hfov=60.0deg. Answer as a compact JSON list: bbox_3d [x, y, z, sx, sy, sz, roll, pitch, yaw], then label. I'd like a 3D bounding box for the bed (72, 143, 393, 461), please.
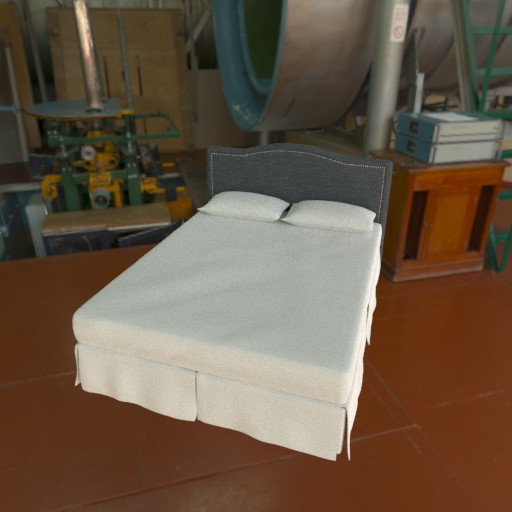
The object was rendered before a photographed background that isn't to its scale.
[{"bbox_3d":[0.000,0.000,3.978,2.161,1.457,2.689,9,28,16],"label":"bed"}]
